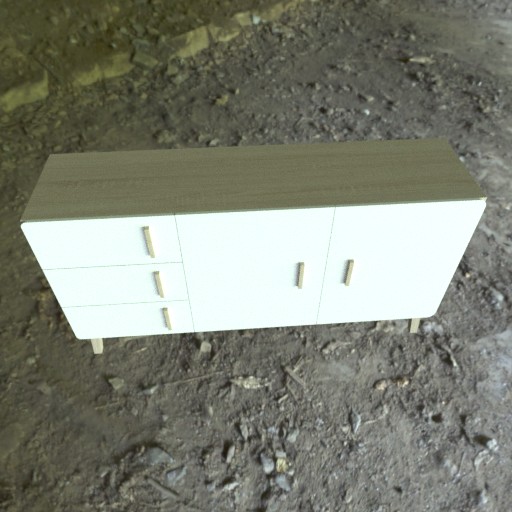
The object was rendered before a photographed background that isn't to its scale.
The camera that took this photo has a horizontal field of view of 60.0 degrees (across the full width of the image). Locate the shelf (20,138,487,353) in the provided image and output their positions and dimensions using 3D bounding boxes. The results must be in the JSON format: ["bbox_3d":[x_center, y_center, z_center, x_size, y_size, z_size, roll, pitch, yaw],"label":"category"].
[{"bbox_3d":[0.000,0.000,1.807,1.490,0.780,0.400,-3,46,-3],"label":"shelf"}]
